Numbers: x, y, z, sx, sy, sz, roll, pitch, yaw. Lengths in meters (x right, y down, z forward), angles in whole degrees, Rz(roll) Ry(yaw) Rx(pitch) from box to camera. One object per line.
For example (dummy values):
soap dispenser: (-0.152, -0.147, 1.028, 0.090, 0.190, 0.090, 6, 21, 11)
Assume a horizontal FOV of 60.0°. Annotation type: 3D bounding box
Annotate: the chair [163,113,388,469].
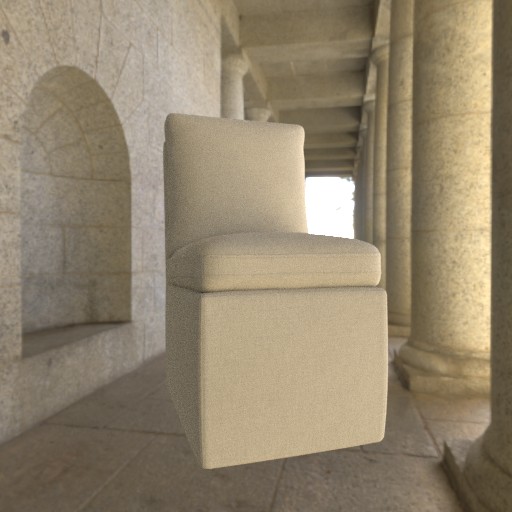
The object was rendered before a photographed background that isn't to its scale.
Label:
chair: (0.000, 0.000, 1.338, 0.503, 0.927, 0.698, 0, 1, -18)
